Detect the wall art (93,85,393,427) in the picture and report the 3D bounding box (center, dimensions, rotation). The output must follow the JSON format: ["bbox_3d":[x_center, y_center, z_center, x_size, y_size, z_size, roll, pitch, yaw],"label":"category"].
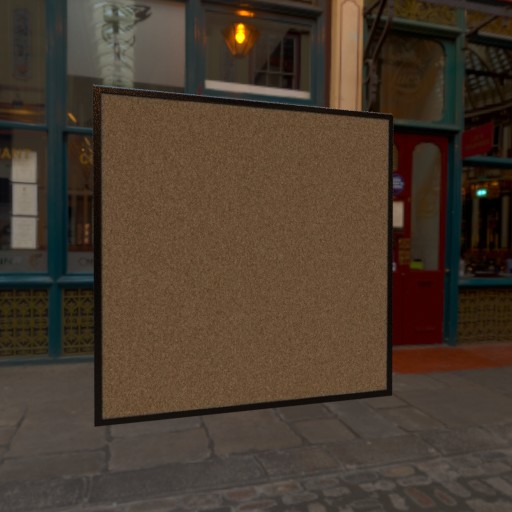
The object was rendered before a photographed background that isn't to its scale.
[{"bbox_3d":[0.000,0.000,0.508,0.349,0.349,0.014,0,1,-16],"label":"wall art"}]
